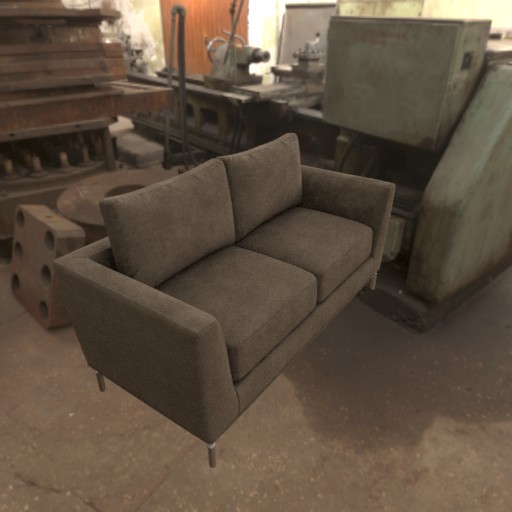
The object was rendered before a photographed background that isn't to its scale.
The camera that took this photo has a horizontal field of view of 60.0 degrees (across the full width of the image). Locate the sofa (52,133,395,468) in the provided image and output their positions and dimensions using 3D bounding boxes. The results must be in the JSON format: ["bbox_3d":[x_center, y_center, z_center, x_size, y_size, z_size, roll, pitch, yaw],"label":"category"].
[{"bbox_3d":[0.000,0.000,2.425,0.855,1.013,1.832,19,34,31],"label":"sofa"}]
